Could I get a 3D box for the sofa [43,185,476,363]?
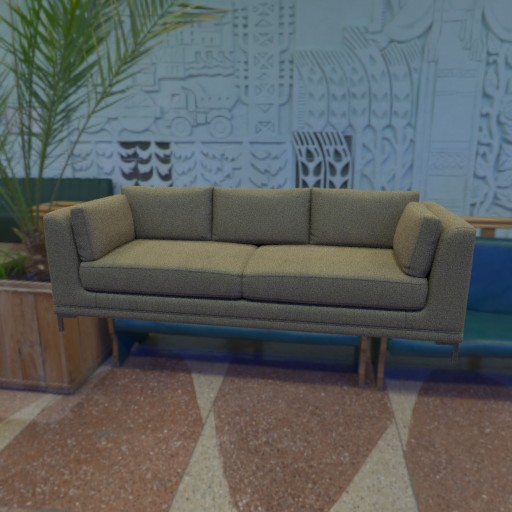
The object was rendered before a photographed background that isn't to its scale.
[{"bbox_3d":[0.000,0.000,2.938,2.415,0.867,0.969,3,15,9],"label":"sofa"}]
